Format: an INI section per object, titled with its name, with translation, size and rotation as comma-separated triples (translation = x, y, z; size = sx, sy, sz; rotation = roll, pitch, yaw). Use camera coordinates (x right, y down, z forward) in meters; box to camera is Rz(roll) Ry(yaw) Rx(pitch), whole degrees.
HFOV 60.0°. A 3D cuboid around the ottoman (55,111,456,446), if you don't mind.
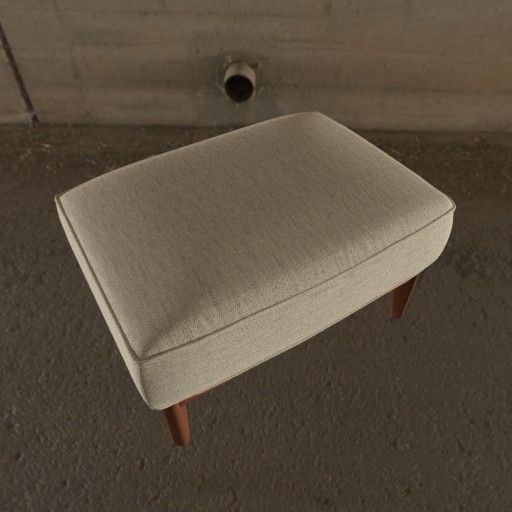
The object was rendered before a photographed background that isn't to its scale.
[ottoman]
translation = 0.000, 0.000, 1.140
size = 0.794, 0.465, 0.594
rotation = -24, 51, -21
